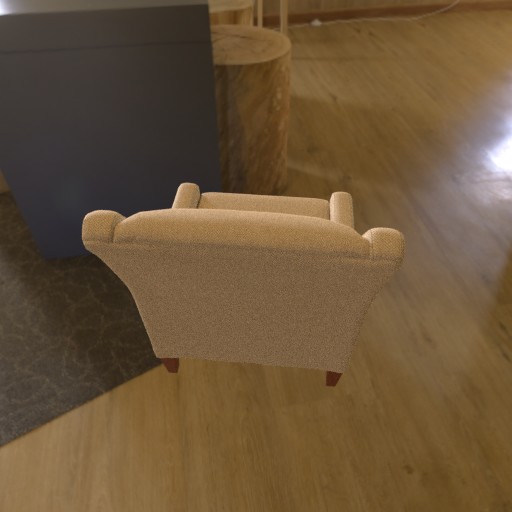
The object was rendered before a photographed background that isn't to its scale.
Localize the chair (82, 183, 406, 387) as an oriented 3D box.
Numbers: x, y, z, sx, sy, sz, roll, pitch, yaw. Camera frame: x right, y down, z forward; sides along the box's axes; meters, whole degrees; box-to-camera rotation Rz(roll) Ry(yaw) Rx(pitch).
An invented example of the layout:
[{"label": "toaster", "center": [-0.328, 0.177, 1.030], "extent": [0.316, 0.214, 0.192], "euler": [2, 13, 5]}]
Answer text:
[{"label": "chair", "center": [0.000, 0.000, 1.644], "extent": [0.774, 1.014, 0.870], "euler": [4, 47, 4]}]
